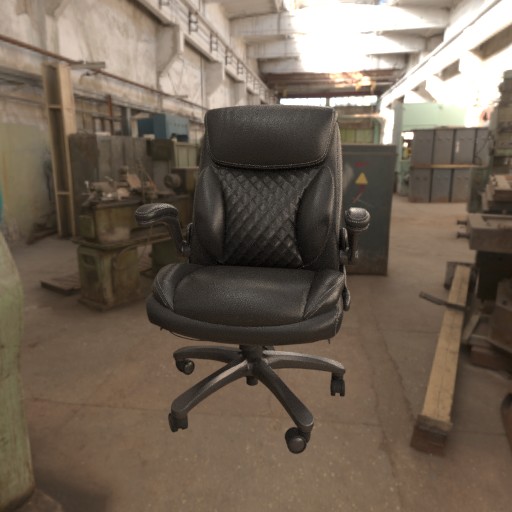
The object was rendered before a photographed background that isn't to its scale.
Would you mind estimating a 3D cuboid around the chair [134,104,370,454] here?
[{"bbox_3d":[0.000,0.000,1.628,0.782,1.110,0.724,3,14,10],"label":"chair"}]
